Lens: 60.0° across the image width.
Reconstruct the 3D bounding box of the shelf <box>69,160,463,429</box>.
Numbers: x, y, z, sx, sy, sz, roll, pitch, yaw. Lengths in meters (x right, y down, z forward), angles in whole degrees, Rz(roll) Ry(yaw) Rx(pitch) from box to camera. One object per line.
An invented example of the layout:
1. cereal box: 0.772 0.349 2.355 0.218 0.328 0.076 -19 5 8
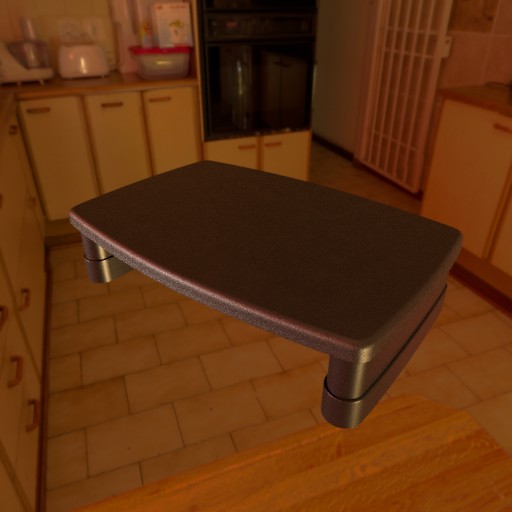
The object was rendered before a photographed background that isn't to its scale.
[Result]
1. shelf: 0.000 0.000 0.531 0.410 0.100 0.280 22 37 33
